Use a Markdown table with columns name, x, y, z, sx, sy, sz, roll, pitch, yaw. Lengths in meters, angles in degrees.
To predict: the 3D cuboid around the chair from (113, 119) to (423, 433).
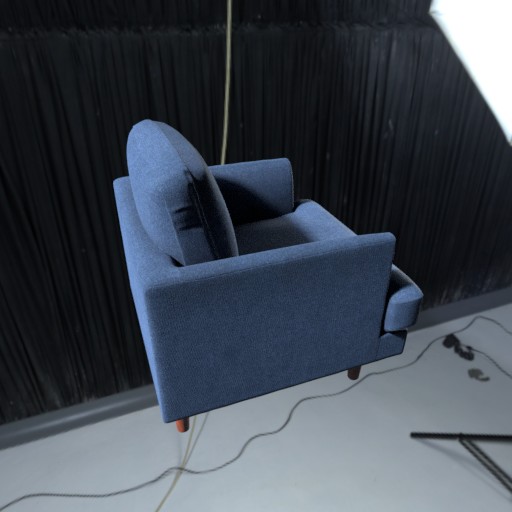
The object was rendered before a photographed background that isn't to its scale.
| name | x | y | z | sx | sy | sz | roll | pitch | yaw |
| --- | --- | --- | --- | --- | --- | --- | --- | --- | --- |
| chair | 0.000 | 0.000 | 1.659 | 0.899 | 0.957 | 0.858 | -11 | 32 | -18 |
